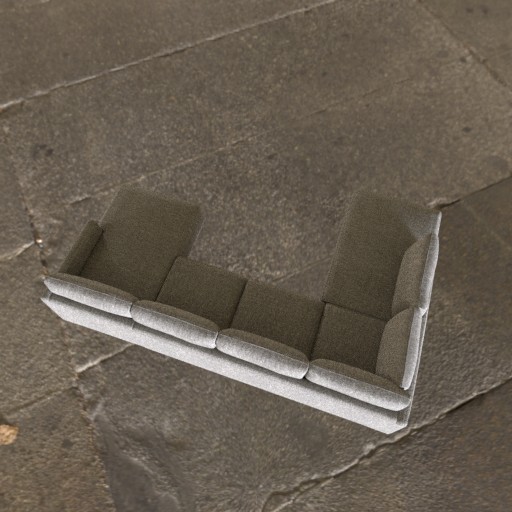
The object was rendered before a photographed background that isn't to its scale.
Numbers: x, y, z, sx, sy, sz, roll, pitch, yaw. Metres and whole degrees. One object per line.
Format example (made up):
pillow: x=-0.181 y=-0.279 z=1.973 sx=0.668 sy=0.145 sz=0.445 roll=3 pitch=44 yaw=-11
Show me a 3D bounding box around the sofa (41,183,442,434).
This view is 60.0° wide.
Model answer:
sofa: x=0.000 y=0.000 z=3.581 sx=2.737 sy=0.756 sz=1.879 roll=17 pitch=63 yaw=9
